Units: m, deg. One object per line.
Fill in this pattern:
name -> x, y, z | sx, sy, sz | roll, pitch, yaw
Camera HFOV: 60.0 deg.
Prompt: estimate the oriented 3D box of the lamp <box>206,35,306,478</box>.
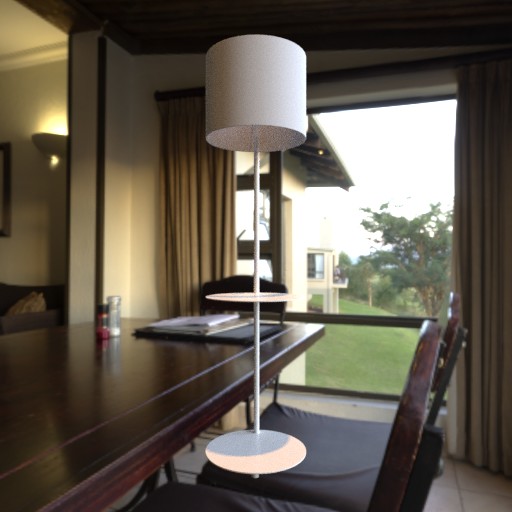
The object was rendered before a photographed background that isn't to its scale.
lamp -> 0.000, 0.000, 1.663 | 0.372, 1.465, 0.405 | 0, -1, 1
